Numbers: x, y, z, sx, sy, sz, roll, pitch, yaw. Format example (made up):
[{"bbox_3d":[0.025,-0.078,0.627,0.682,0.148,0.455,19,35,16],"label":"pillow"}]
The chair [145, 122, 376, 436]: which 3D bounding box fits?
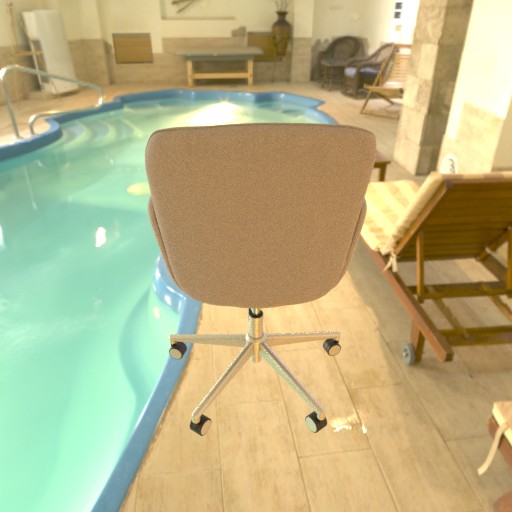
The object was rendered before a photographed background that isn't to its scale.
[{"bbox_3d":[0.000,0.000,1.380,0.648,0.959,0.654,-1,30,-2],"label":"chair"}]
